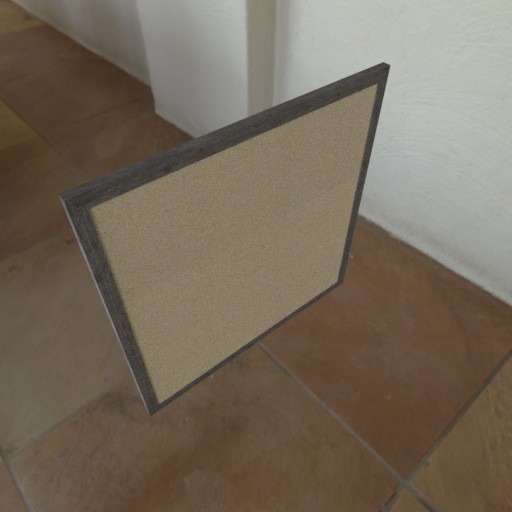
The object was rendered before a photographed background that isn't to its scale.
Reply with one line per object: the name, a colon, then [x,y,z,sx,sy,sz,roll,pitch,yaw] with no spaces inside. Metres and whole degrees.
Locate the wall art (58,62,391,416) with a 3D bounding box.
wall art: [0.000,0.000,0.669,0.457,0.457,0.013,-30,54,-26]
